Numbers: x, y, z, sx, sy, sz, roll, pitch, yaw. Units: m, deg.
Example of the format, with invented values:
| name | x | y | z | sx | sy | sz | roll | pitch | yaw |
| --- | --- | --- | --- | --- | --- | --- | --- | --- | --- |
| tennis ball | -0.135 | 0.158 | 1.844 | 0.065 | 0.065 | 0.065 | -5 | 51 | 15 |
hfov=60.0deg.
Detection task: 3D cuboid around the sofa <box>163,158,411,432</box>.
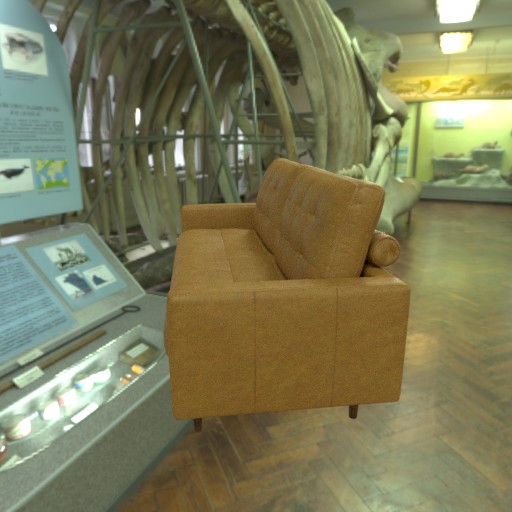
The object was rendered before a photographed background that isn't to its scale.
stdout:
| name | x | y | z | sx | sy | sz | roll | pitch | yaw |
| --- | --- | --- | --- | --- | --- | --- | --- | --- | --- |
| sofa | 0.000 | 0.000 | 2.261 | 0.850 | 0.898 | 1.821 | -2 | 15 | -7 |
